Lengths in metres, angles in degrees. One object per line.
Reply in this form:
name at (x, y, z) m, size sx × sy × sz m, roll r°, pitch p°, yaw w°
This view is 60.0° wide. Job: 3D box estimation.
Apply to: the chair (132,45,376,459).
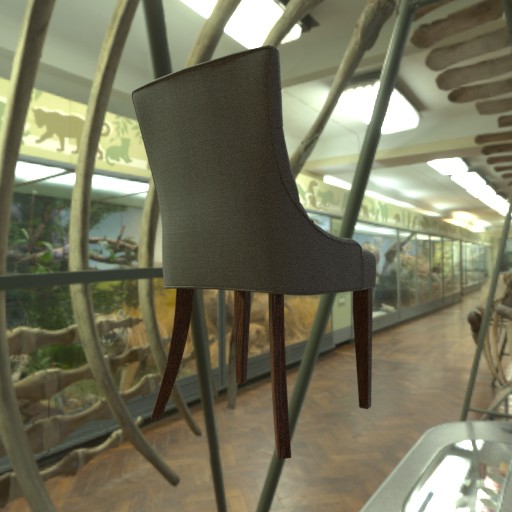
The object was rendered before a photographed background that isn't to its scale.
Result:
chair at (0.000, 0.000, 1.227) m, size 0.509 × 0.874 × 0.565 m, roll 0°, pitch -1°, yaw 35°
